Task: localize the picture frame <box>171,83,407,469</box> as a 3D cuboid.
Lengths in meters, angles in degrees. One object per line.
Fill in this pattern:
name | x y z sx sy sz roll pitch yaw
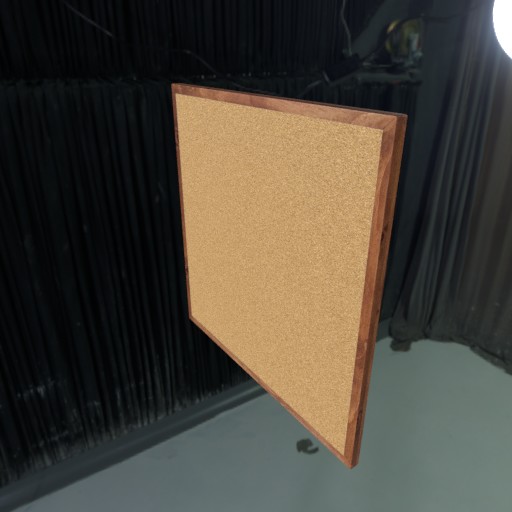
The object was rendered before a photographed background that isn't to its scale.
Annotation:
picture frame | 0.000 0.000 1.189 0.029 0.817 0.810 -17 30 -32
